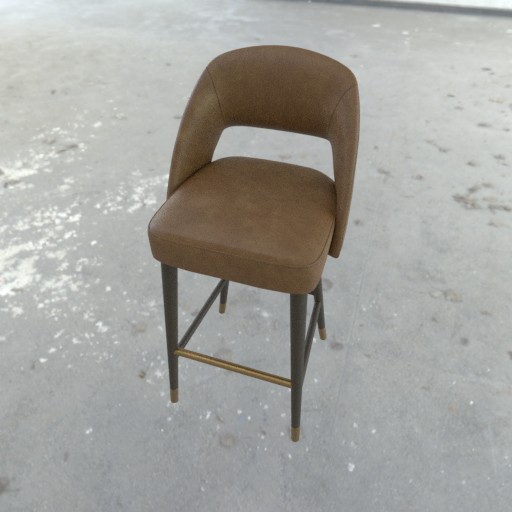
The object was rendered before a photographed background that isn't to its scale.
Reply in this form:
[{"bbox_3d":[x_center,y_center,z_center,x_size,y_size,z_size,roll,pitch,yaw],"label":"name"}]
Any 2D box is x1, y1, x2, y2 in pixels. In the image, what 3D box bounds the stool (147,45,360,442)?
[{"bbox_3d":[0.000,0.000,1.309,0.494,1.037,0.509,12,42,14],"label":"stool"}]
